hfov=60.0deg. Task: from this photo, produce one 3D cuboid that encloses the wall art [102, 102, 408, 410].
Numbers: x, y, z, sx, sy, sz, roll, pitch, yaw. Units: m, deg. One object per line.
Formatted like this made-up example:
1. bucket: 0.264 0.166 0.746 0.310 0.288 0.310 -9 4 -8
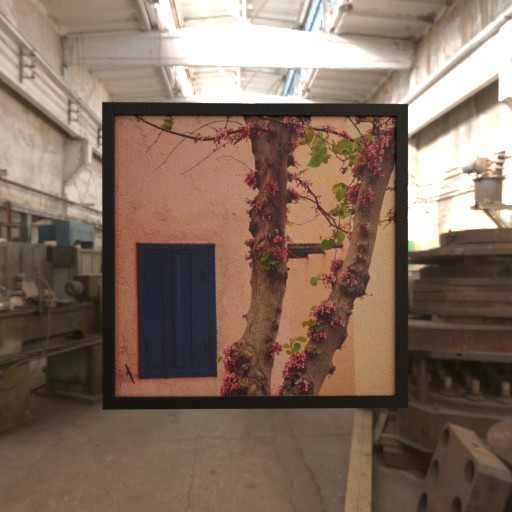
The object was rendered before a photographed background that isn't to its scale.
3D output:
1. wall art: 0.000 0.000 1.122 0.762 0.762 0.038 0 0 -1
